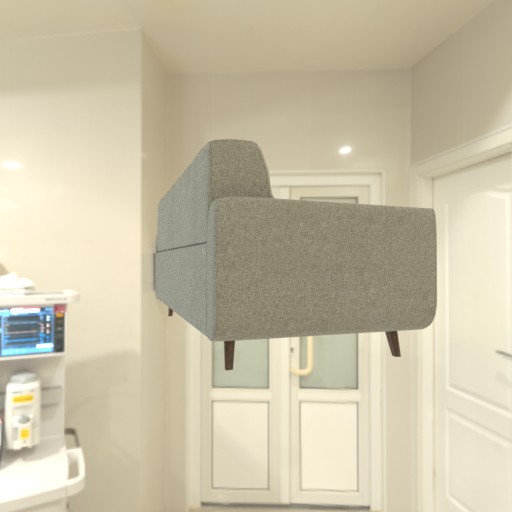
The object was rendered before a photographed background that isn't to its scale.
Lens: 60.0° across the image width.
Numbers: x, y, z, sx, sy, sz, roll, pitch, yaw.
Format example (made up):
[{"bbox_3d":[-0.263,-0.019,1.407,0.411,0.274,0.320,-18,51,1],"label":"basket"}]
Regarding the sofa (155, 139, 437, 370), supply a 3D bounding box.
[{"bbox_3d":[0.000,0.000,2.599,0.968,0.873,2.055,0,-1,-18],"label":"sofa"}]
